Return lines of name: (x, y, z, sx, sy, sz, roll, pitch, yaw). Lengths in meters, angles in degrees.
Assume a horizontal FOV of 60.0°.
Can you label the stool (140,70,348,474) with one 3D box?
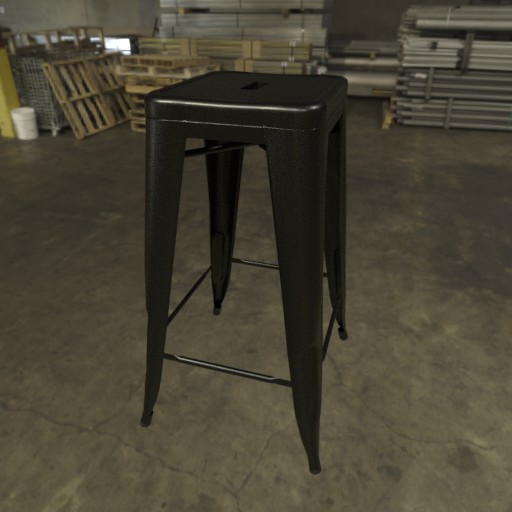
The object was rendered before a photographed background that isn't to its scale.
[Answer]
stool: (0.000, 0.000, 0.831, 0.359, 0.609, 0.399, 9, 31, 15)
